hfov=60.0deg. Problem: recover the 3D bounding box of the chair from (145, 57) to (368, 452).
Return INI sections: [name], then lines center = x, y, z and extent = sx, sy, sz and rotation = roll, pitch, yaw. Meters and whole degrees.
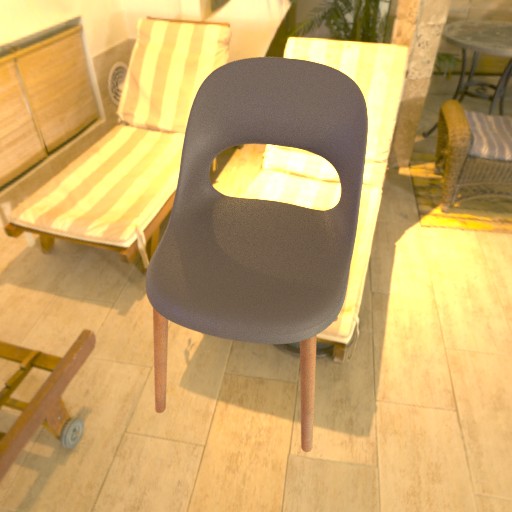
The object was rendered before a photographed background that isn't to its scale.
[chair]
center = 0.000, 0.000, 1.117
extent = 0.470, 0.795, 0.556
rotation = 10, 41, 12
